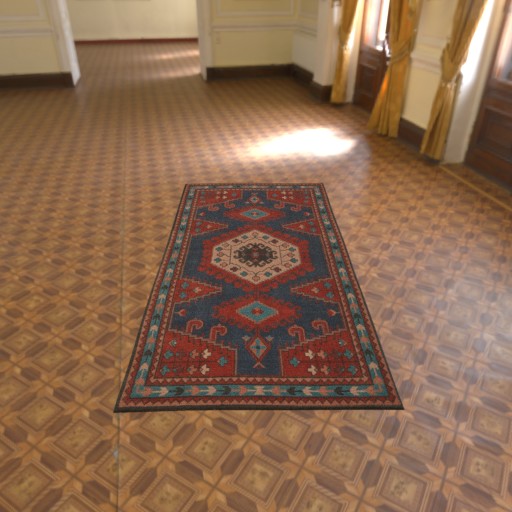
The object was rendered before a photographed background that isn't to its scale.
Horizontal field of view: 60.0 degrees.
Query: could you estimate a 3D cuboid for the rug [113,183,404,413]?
[{"bbox_3d":[0.000,0.000,3.589,1.522,0.034,3.032,0,32,-1],"label":"rug"}]
